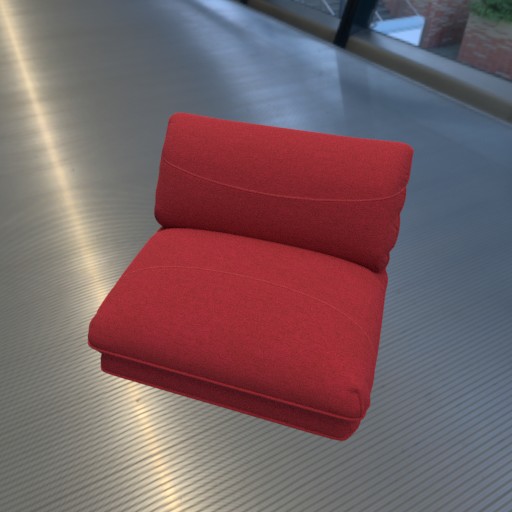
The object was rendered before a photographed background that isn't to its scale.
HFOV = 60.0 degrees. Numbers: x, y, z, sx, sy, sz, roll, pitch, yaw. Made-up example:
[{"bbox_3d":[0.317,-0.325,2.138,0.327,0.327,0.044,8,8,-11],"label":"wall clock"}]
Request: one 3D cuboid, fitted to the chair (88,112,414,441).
[{"bbox_3d":[0.000,0.000,1.372,0.820,0.580,0.780,12,43,13],"label":"chair"}]
